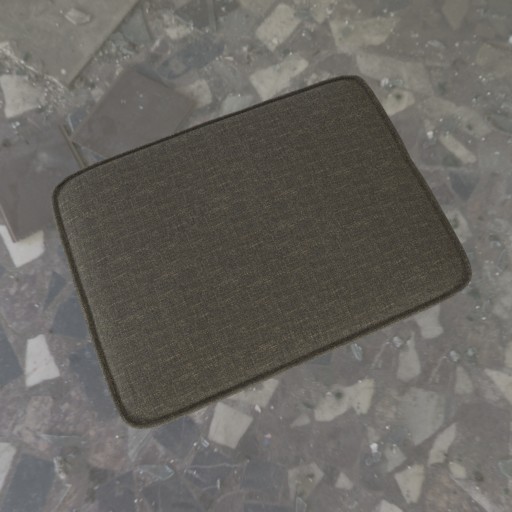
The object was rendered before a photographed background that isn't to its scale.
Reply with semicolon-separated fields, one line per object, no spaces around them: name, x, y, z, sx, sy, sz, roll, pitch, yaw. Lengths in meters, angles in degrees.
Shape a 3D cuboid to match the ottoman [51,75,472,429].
ottoman;0.000;0.000;1.070;0.749;0.450;0.549;-22;76;-6
